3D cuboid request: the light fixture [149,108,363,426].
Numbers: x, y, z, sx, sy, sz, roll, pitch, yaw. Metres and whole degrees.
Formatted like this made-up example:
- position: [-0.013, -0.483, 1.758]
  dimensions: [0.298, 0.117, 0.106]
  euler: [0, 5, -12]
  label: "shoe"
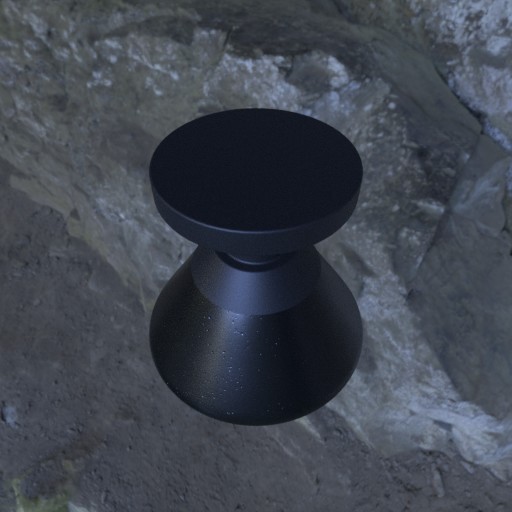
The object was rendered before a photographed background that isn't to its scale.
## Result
- position: [0.000, 0.000, 0.356]
  dimensions: [0.200, 0.183, 0.200]
  euler: [0, 46, 0]
  label: "light fixture"
